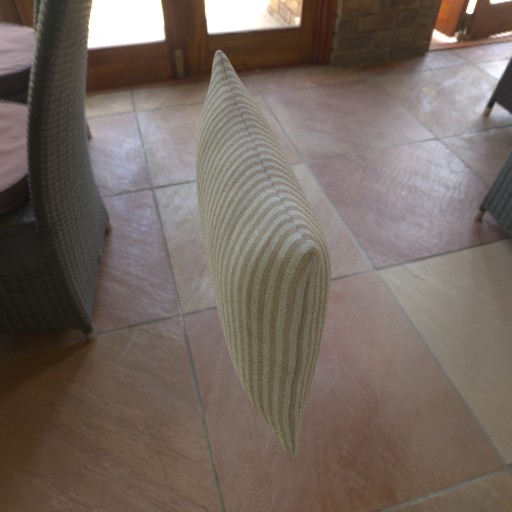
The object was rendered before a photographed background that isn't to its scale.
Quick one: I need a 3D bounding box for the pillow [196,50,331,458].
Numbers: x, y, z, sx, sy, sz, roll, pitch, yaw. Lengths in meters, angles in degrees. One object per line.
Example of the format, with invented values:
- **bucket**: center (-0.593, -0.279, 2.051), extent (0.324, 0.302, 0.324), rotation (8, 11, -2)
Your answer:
- **pillow**: center (0.000, 0.000, 0.776), extent (0.166, 0.510, 0.523), rotation (-10, 46, -9)
